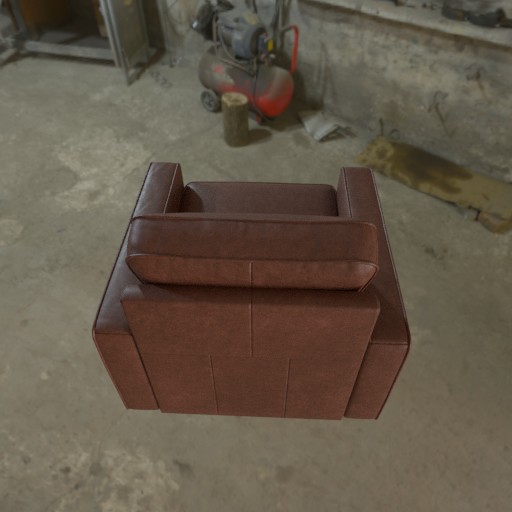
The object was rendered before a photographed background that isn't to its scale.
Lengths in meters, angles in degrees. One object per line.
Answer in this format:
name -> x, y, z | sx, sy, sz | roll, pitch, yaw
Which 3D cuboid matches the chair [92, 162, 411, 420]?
chair -> 0.000, 0.000, 1.742 | 1.017, 0.919, 0.940 | 2, 47, 2
